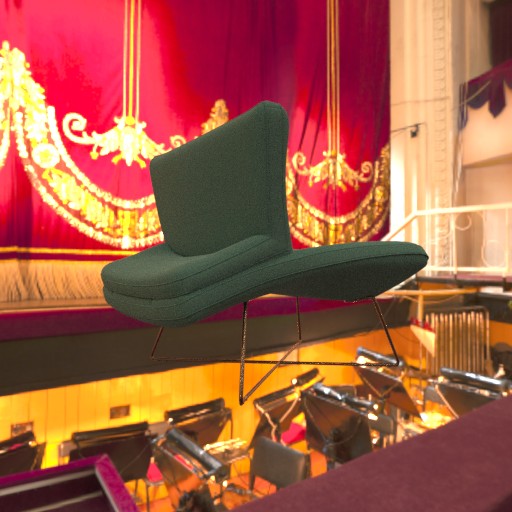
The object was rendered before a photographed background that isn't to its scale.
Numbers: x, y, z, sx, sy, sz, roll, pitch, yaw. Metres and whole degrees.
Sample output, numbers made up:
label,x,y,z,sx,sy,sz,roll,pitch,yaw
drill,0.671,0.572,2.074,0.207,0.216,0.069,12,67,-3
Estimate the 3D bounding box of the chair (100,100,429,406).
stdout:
label,x,y,z,sx,sy,sz,roll,pitch,yaw
chair,0.000,0.000,1.689,1.008,0.855,0.859,0,0,-34
